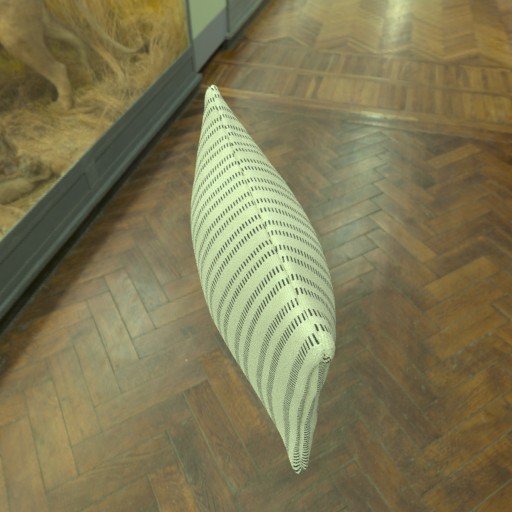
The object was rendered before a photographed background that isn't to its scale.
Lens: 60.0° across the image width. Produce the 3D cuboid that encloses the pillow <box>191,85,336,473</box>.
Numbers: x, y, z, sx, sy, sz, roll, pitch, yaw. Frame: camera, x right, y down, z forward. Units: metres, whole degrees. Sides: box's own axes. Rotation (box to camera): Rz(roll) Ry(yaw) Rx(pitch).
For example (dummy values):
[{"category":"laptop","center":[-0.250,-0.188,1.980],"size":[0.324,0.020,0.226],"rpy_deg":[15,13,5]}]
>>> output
[{"category":"pillow","center":[0.000,0.000,0.793],"size":[0.210,0.353,0.640],"rpy_deg":[-11,47,-10]}]
